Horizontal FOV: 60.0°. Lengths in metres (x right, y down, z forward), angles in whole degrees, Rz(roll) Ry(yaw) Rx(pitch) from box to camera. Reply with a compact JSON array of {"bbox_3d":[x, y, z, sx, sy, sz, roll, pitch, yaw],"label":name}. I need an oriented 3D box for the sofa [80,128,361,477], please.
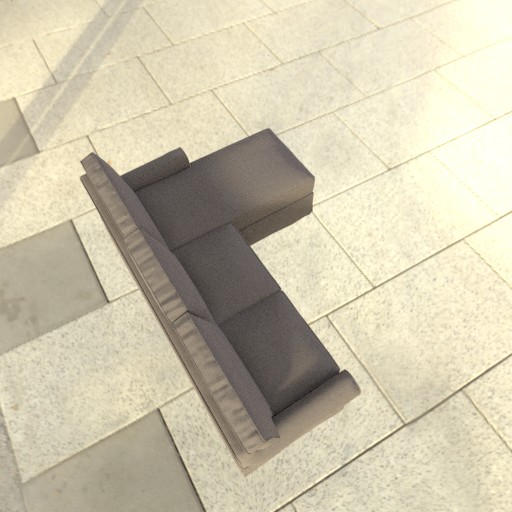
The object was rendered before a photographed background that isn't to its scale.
[{"bbox_3d":[0.000,0.000,3.374,1.733,0.978,2.475,-28,63,-16],"label":"sofa"}]
